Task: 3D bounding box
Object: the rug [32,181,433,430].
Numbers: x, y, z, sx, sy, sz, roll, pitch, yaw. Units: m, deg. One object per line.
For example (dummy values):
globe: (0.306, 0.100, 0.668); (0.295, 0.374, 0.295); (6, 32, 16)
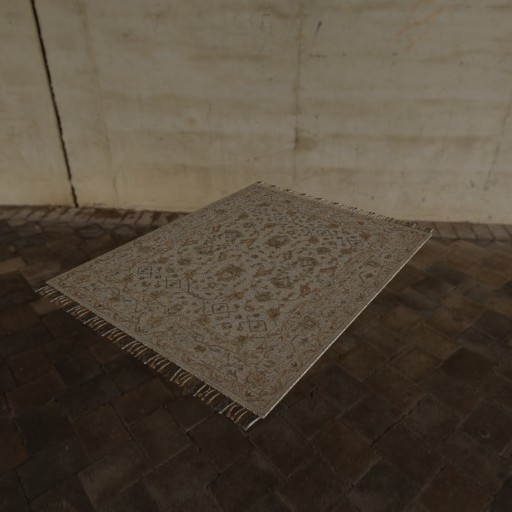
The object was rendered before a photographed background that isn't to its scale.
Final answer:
rug: (0.000, 0.000, 2.286); (1.278, 0.009, 1.726); (21, 36, 32)
